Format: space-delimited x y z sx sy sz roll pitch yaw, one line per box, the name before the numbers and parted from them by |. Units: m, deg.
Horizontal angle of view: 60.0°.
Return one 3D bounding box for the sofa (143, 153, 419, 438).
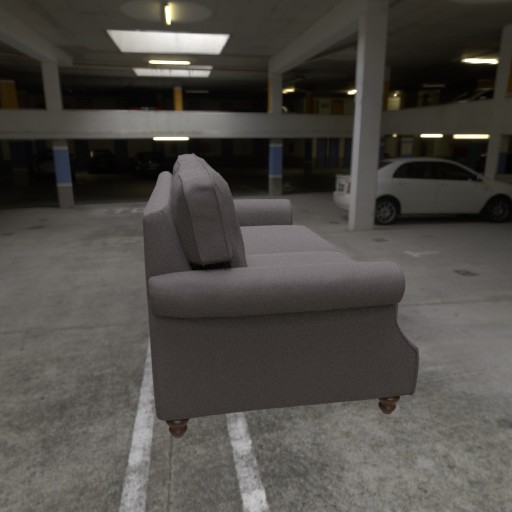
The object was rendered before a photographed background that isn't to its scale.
sofa | 0.000 0.000 2.187 0.964 0.937 1.665 -3 16 -10
